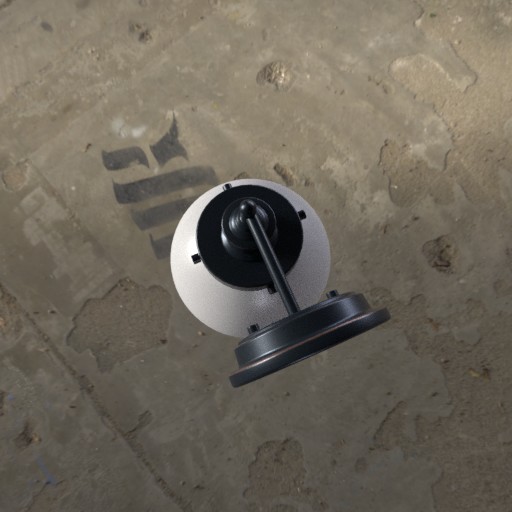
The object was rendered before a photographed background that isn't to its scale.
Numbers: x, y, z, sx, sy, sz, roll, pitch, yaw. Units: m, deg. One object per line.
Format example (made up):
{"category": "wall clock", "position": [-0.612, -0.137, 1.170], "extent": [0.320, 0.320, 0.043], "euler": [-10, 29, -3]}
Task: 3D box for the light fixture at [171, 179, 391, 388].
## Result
{"category": "light fixture", "position": [0.000, 0.000, 0.479], "extent": [0.197, 0.332, 0.230], "euler": [-23, 77, -6]}
